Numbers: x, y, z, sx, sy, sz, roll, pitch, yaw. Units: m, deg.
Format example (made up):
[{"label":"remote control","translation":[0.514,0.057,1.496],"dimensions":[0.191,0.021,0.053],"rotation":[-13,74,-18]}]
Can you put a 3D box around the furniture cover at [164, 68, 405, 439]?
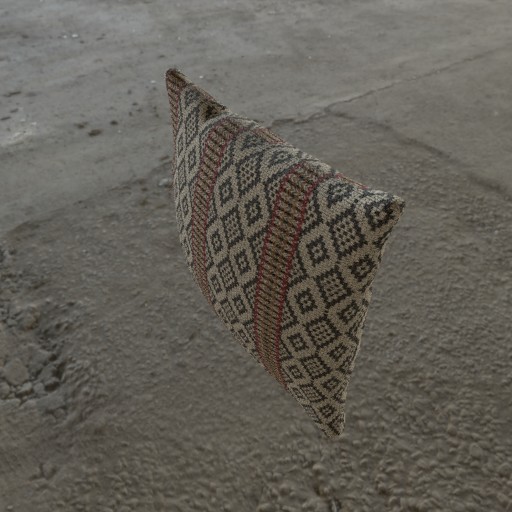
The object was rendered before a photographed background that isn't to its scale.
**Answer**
[{"label":"furniture cover","translation":[0.000,0.000,0.771],"dimensions":[0.182,0.506,0.503],"rotation":[-26,48,-26]}]
